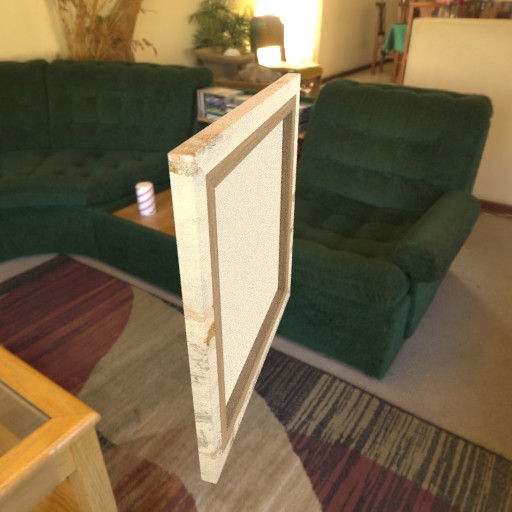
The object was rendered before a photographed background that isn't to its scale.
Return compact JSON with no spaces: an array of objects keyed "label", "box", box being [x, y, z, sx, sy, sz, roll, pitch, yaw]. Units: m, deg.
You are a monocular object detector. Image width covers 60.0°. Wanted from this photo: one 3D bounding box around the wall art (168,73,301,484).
[{"label":"wall art","box":[0.000,0.000,1.116,0.038,0.755,0.753,9,32,14]}]
